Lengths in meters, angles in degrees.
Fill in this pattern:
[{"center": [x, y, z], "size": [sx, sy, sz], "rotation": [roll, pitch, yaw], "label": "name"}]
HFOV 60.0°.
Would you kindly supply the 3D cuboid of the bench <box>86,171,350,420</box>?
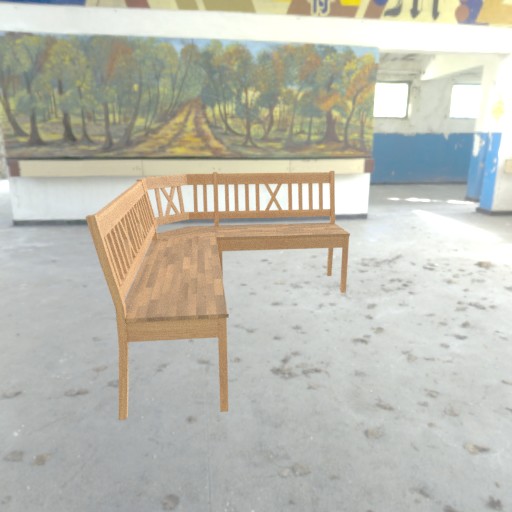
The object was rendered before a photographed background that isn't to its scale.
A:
[{"center": [0.000, 0.000, 2.818], "size": [1.537, 0.902, 1.937], "rotation": [-2, 16, -7], "label": "bench"}]
